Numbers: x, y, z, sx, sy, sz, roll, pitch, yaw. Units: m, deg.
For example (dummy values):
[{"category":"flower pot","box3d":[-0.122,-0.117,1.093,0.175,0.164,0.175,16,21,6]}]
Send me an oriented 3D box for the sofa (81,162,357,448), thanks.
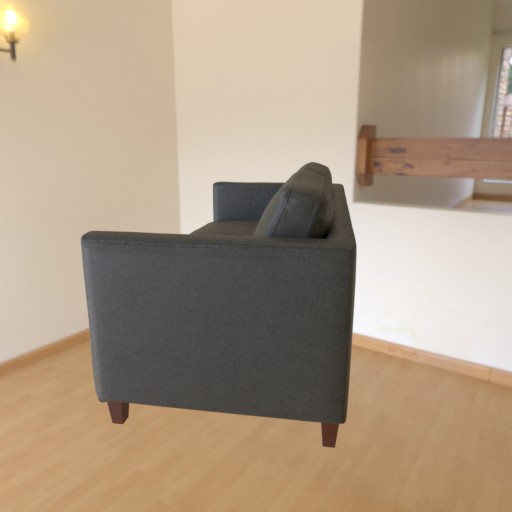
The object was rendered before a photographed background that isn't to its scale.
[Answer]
[{"category":"sofa","box3d":[0.000,0.000,2.370,0.951,0.933,1.883,2,15,9]}]
